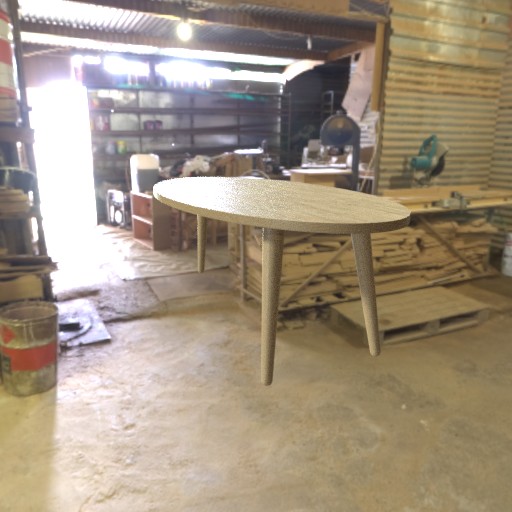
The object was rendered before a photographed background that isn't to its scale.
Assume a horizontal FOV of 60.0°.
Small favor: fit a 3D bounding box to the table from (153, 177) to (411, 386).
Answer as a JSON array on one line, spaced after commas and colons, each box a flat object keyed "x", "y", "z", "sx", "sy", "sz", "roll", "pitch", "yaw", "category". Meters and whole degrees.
[{"x": 0.000, "y": 0.000, "z": 1.345, "sx": 0.542, "sy": 0.390, "sz": 1.083, "roll": -7, "pitch": 17, "yaw": -25, "category": "table"}]
